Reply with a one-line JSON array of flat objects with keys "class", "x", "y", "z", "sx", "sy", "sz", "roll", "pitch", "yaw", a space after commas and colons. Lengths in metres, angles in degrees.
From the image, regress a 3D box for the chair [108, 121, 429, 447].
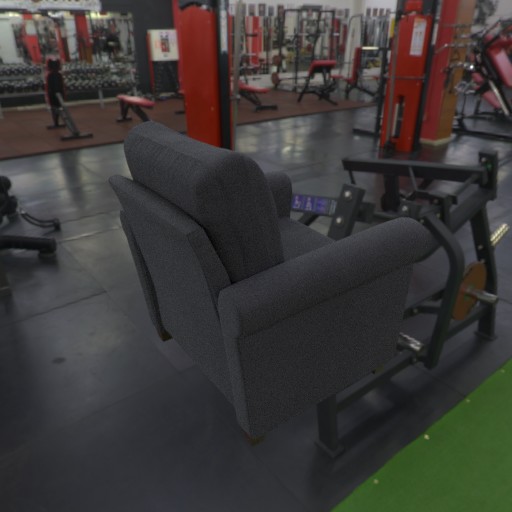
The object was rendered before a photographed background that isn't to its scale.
[{"class": "chair", "x": 0.000, "y": 0.000, "z": 1.643, "sx": 0.828, "sy": 0.942, "sz": 0.867, "roll": -18, "pitch": 32, "yaw": -31}]
